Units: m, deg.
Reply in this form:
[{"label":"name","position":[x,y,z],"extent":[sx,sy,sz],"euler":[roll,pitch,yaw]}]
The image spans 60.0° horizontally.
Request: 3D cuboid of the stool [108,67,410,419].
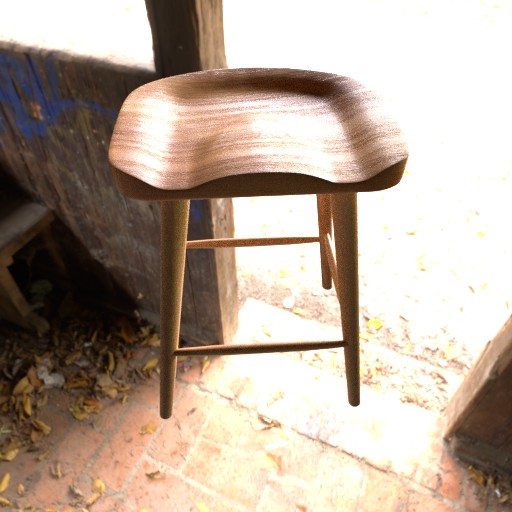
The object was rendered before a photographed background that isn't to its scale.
[{"label":"stool","position":[0.000,0.000,0.870],"extent":[0.440,0.615,0.361],"euler":[-3,46,-3]}]
